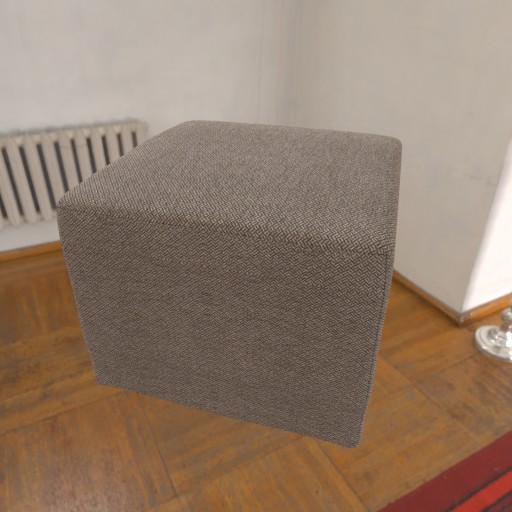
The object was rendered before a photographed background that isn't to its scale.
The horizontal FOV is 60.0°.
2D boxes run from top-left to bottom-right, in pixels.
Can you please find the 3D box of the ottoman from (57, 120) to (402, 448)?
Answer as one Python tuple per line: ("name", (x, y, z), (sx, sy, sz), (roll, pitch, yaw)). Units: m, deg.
("ottoman", (0.000, 0.000, 0.911), (0.519, 0.453, 0.512), (9, 32, 14))
